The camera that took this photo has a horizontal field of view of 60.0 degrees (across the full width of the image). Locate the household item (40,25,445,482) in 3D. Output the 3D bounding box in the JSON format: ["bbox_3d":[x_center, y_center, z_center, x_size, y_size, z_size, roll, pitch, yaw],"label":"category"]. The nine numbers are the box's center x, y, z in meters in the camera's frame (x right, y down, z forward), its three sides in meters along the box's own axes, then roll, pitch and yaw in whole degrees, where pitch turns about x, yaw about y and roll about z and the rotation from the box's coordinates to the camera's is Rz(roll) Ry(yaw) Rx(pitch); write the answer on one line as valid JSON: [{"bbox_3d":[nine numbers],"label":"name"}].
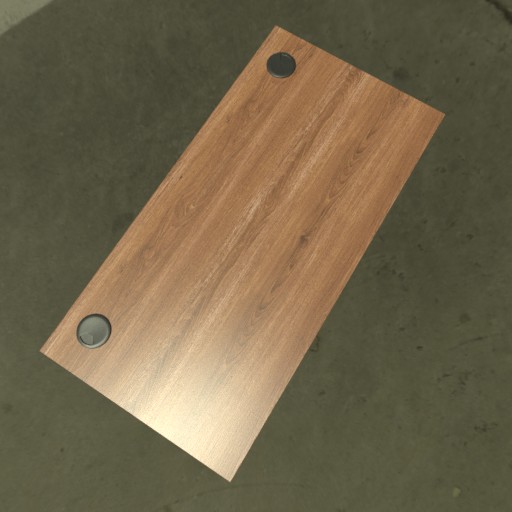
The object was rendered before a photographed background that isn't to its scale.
[{"bbox_3d":[0.000,0.000,1.614,0.600,0.750,1.200,31,78,7],"label":"household item"}]
